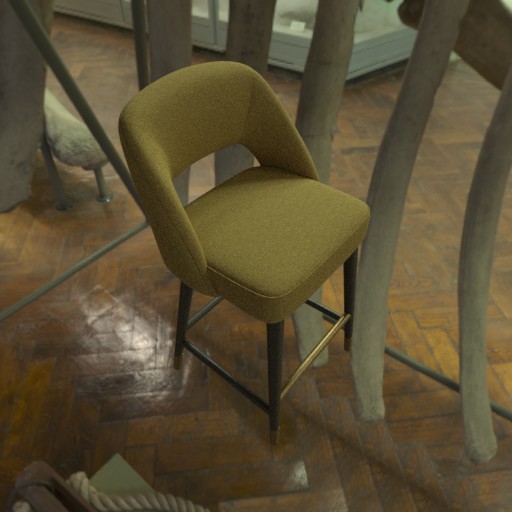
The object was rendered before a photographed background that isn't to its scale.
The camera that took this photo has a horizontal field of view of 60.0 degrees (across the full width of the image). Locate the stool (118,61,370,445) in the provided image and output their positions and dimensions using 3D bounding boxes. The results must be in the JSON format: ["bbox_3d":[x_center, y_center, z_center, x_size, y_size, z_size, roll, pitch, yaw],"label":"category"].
[{"bbox_3d":[0.000,0.000,1.275,0.522,0.939,0.536,28,49,28],"label":"stool"}]
